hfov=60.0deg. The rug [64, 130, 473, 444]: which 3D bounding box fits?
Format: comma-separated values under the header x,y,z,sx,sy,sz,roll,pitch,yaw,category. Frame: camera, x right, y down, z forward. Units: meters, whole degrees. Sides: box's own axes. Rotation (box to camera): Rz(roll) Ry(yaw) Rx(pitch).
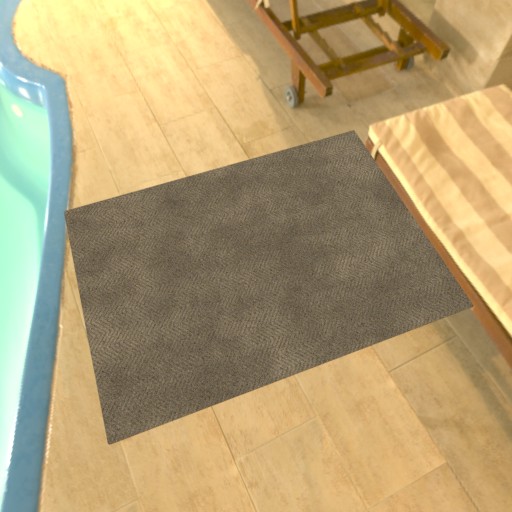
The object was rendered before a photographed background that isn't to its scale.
x,y,z,sx,sy,sz,roll,pitch,yaw,category
0.000,0.000,2.879,2.235,0.008,1.600,-18,61,-10,rug
